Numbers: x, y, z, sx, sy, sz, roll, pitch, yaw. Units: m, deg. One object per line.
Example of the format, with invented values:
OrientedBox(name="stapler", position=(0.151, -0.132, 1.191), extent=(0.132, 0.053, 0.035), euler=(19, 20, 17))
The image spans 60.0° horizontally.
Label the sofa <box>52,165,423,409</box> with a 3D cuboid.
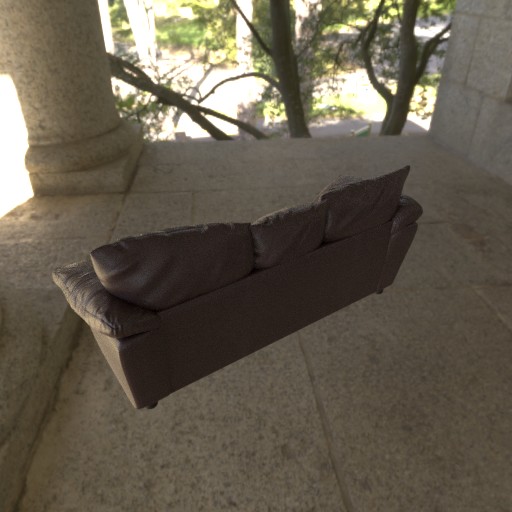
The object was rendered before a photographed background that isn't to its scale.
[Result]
OrientedBox(name="sofa", position=(0.000, 0.000, 2.949), extent=(2.390, 1.091, 0.907), euler=(-20, 37, -29))
